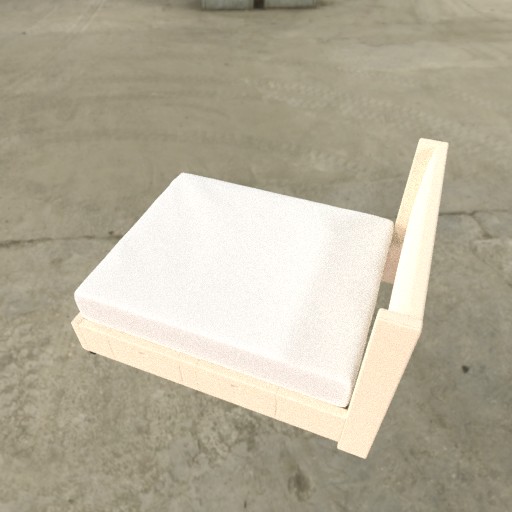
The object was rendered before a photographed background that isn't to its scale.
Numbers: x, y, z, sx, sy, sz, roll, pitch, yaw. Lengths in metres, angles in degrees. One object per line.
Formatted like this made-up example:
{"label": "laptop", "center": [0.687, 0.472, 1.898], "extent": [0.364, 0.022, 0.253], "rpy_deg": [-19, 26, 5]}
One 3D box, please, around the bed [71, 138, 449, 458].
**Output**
{"label": "bed", "center": [0.000, 0.000, 3.381], "extent": [2.280, 1.471, 1.765], "rpy_deg": [15, 46, 15]}
